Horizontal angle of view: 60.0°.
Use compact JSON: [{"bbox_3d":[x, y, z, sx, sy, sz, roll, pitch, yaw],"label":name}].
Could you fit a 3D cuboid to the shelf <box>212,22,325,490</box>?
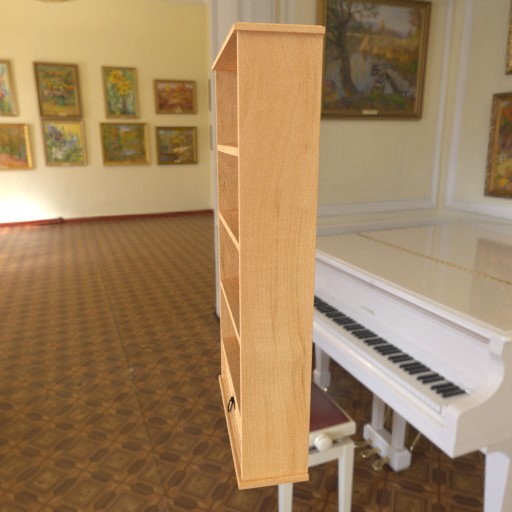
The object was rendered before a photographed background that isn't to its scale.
[{"bbox_3d":[0.000,0.000,1.202,0.175,1.030,0.520,-3,15,-10],"label":"shelf"}]
